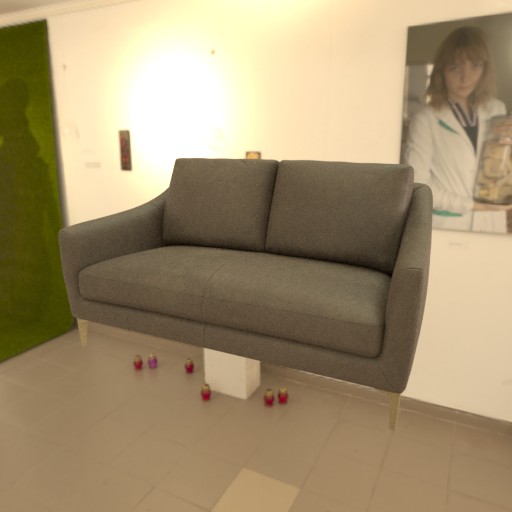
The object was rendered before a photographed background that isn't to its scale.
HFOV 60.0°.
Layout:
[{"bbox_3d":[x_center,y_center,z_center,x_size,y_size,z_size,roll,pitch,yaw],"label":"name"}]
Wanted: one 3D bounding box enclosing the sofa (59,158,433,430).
[{"bbox_3d":[0.000,0.000,2.145,1.619,0.902,0.960,7,16,26],"label":"sofa"}]
